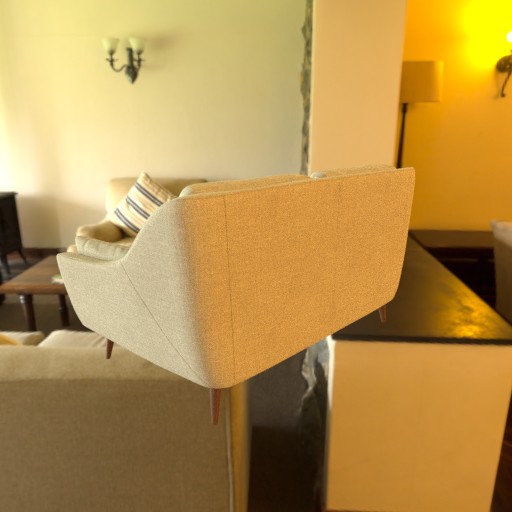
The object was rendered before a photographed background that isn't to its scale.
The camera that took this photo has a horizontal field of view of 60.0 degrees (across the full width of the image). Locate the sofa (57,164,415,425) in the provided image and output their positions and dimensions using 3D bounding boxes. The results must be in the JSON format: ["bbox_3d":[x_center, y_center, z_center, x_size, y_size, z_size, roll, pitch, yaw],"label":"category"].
[{"bbox_3d":[0.000,0.000,2.254,0.965,0.888,1.652,15,22,42],"label":"sofa"}]
